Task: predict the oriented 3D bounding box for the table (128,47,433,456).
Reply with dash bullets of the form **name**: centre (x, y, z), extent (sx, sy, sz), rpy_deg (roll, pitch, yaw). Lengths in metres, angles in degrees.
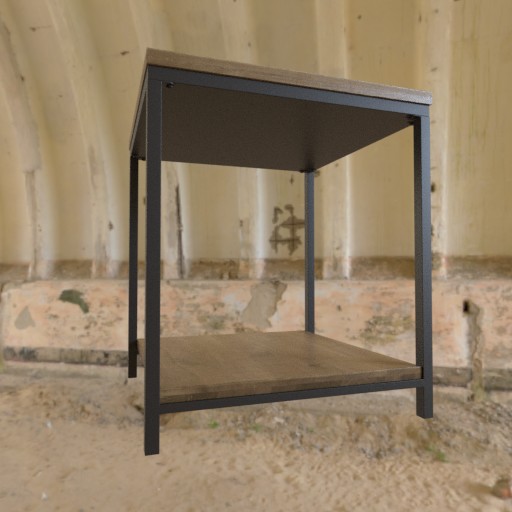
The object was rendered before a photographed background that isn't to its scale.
- **table**: centre (0.000, 0.000, 0.956), extent (0.507, 0.589, 0.503), rpy_deg (1, -2, -19)
